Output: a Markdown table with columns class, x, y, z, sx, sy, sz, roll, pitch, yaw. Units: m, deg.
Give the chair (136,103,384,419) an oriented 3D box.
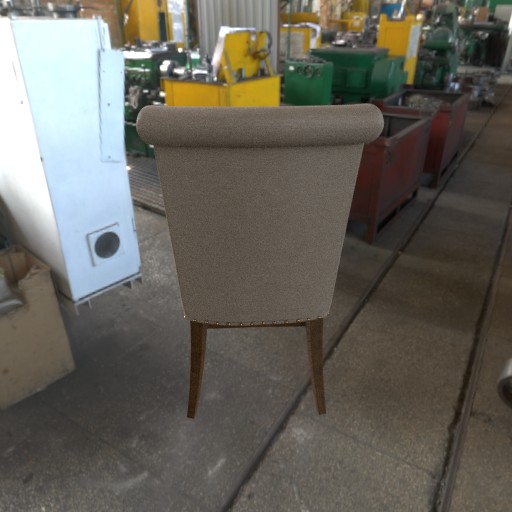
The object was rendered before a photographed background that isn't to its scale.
| class | x | y | z | sx | sy | sz | roll | pitch | yaw |
| --- | --- | --- | --- | --- | --- | --- | --- | --- | --- |
| chair | 0.000 | 0.000 | 1.374 | 0.513 | 0.988 | 0.608 | -1 | 29 | -2 |
